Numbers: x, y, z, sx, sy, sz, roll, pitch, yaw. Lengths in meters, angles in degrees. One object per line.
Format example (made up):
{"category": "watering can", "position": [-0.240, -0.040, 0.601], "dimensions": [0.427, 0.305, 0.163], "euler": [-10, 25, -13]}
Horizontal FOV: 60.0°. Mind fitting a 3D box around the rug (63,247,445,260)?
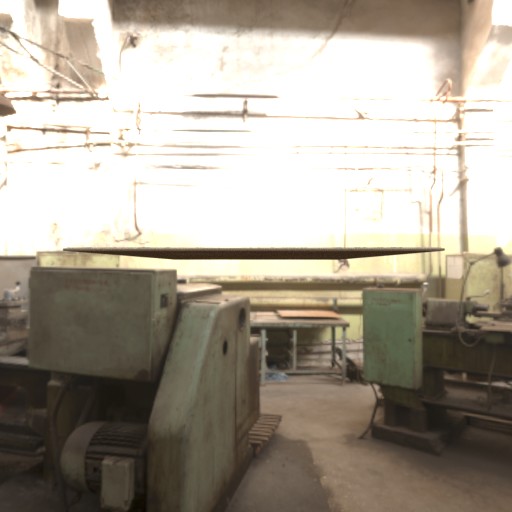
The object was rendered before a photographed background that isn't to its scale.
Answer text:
{"category": "rug", "position": [0.000, 0.000, 2.315], "dimensions": [1.213, 0.012, 1.831], "euler": [0, -1, 0]}
